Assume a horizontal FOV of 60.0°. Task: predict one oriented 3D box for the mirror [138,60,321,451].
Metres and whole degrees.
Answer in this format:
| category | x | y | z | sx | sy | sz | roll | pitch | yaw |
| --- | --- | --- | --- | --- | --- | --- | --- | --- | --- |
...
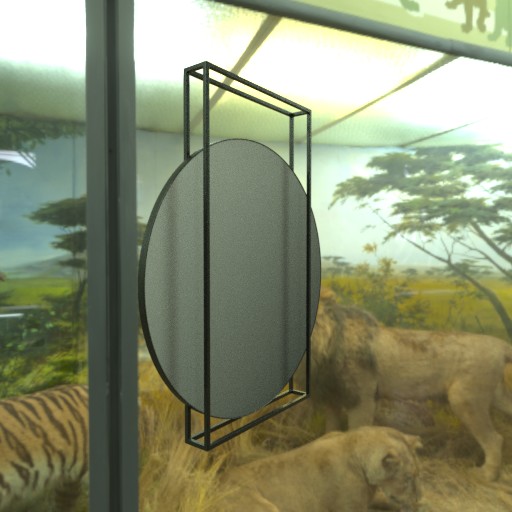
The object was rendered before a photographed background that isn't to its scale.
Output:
| category | x | y | z | sx | sy | sz | roll | pitch | yaw |
| --- | --- | --- | --- | --- | --- | --- | --- | --- | --- |
| mirror | 0.000 | 0.000 | 0.823 | 0.051 | 0.603 | 0.508 | 1 | 2 | 37 |
